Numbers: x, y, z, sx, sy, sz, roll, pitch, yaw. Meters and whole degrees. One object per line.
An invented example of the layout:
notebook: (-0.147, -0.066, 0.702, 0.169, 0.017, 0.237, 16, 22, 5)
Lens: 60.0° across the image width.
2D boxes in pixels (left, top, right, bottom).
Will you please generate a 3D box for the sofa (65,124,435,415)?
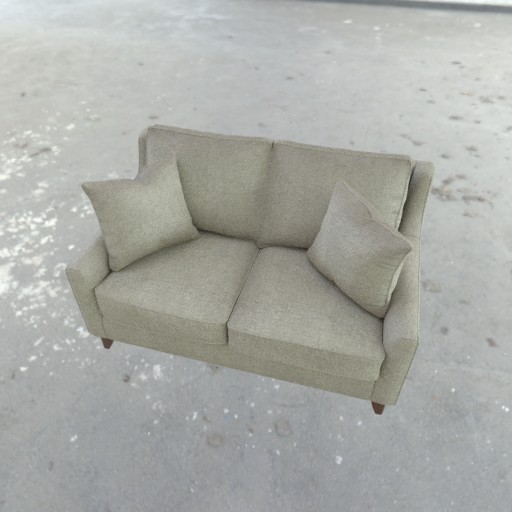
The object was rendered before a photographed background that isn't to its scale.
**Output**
sofa: (0.000, 0.000, 2.015, 1.422, 0.863, 0.915, 10, 42, 12)
